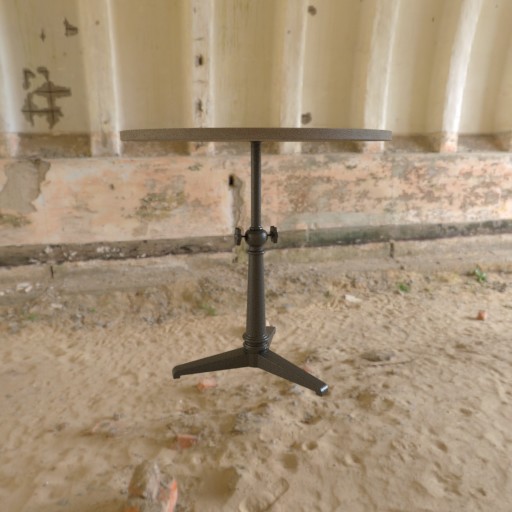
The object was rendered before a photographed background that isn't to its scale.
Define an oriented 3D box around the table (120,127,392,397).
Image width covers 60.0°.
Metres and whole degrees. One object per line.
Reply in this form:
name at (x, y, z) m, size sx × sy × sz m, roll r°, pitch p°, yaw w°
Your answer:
table at (0.000, 0.000, 1.452) m, size 0.800 × 0.780 × 0.800 m, roll 0°, pitch 14°, yaw 0°
